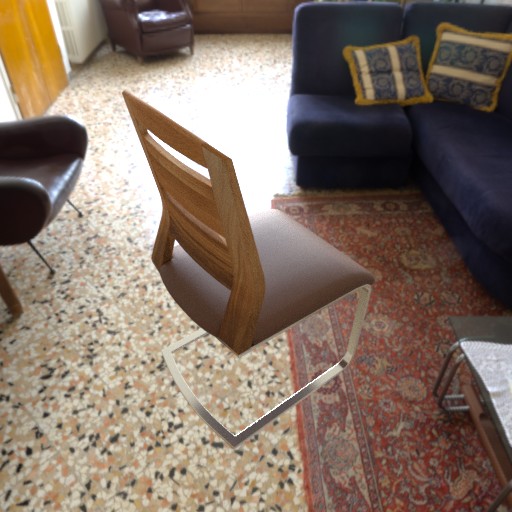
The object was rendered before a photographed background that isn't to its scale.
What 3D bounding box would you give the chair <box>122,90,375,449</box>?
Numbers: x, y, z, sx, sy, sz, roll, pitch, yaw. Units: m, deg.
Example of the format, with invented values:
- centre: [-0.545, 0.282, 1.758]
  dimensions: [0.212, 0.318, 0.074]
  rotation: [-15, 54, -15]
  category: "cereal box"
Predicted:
- centre: [0.000, 0.000, 1.281]
  dimensions: [0.570, 0.970, 0.460]
  rotation: [-26, 46, -28]
  category: "chair"
